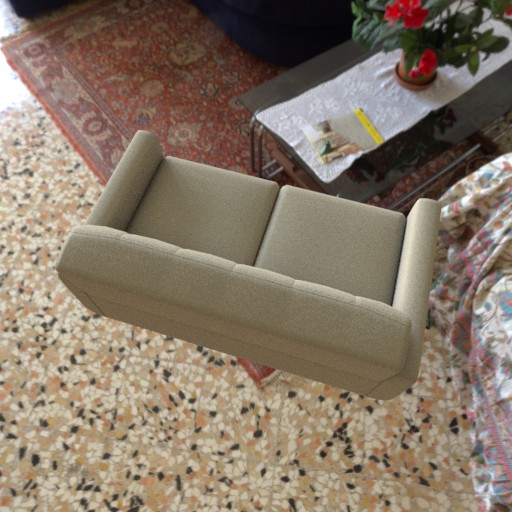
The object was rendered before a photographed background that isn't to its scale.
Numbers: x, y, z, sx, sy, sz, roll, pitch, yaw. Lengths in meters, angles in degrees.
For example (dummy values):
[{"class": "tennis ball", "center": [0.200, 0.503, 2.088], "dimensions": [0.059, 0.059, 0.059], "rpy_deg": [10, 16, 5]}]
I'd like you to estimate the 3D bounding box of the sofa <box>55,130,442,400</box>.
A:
[{"class": "sofa", "center": [0.000, 0.000, 2.238], "dimensions": [1.655, 0.892, 0.980], "rpy_deg": [15, 63, 8]}]
